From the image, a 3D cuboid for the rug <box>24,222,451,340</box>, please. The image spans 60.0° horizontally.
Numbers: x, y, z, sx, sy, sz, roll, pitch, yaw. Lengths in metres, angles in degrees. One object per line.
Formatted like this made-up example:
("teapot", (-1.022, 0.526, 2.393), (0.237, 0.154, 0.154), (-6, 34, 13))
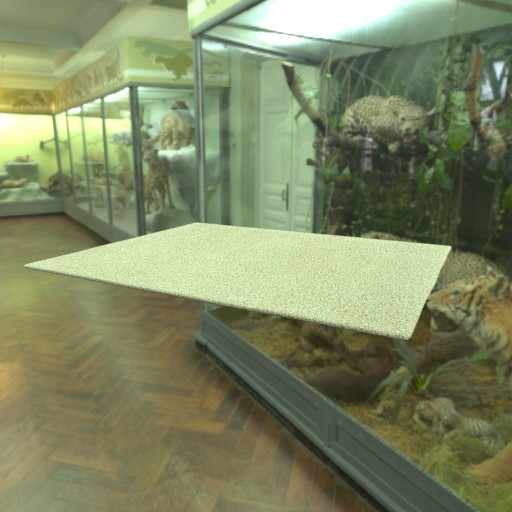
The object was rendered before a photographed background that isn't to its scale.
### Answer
("rug", (0.000, 0.000, 3.984), (3.047, 0.029, 2.438), (7, 15, 27))
